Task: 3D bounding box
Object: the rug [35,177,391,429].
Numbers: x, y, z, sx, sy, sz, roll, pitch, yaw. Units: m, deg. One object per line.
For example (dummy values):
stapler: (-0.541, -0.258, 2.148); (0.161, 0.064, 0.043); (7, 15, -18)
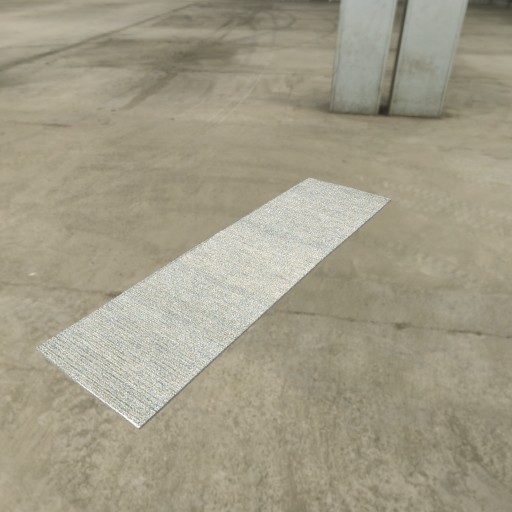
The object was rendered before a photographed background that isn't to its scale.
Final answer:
rug: (0.000, 0.000, 2.550); (0.675, 0.037, 2.341); (22, 39, 30)
